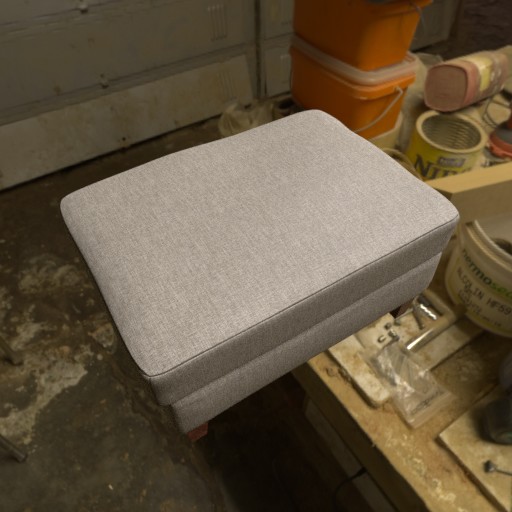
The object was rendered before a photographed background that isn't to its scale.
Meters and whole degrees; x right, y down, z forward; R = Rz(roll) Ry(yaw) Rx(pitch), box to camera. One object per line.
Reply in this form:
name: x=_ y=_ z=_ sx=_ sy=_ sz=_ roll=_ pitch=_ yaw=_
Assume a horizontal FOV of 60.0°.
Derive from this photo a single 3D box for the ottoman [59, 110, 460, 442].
ottoman: x=0.000 y=0.000 z=1.270 sx=0.873 sy=0.494 sz=0.639 roll=-25 pitch=53 yaw=-21
